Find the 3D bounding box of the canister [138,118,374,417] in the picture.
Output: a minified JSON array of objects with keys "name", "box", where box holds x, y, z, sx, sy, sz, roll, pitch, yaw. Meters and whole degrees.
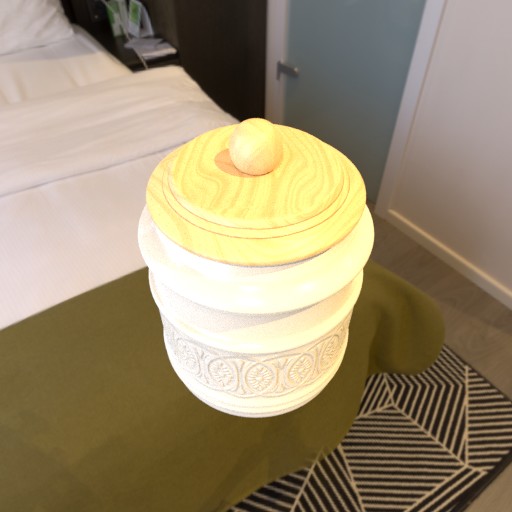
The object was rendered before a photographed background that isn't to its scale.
[{"name":"canister","box":[0.000,0.000,0.268,0.130,0.176,0.130,0,46,0]}]
